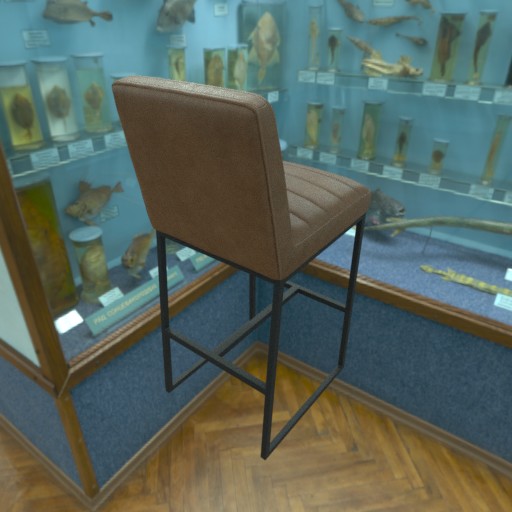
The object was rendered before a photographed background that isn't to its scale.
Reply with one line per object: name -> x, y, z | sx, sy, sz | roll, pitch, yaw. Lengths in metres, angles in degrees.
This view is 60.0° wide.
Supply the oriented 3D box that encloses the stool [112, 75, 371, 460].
stool -> 0.000, 0.000, 1.331 | 0.458, 1.040, 0.556 | 22, 37, 32
